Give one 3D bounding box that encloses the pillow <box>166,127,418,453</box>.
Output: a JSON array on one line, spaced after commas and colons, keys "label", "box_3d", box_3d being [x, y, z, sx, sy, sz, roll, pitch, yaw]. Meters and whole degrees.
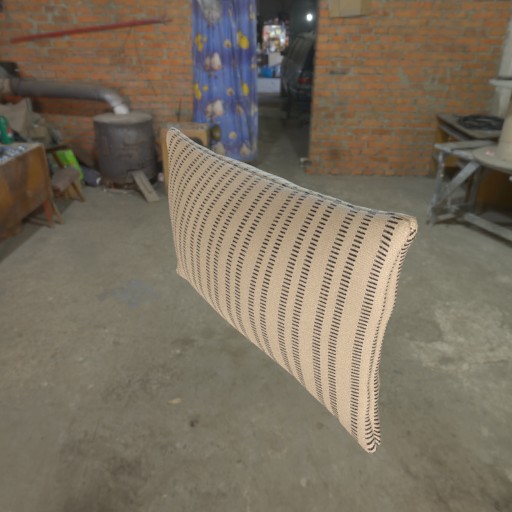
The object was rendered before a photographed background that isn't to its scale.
[{"label": "pillow", "box_3d": [0.000, 0.000, 0.787, 0.210, 0.353, 0.640, -17, 31, -30]}]
